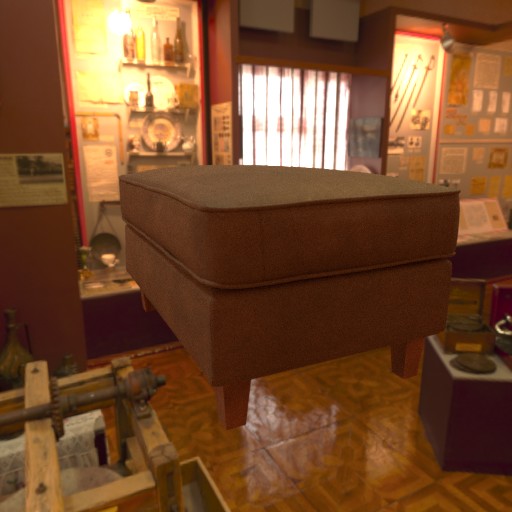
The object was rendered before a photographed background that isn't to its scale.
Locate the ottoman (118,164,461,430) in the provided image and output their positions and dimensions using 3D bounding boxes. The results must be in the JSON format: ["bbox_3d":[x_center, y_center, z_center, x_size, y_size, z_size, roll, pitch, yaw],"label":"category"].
[{"bbox_3d":[0.000,0.000,1.206,0.596,0.481,0.860,-6,15,-25],"label":"ottoman"}]
